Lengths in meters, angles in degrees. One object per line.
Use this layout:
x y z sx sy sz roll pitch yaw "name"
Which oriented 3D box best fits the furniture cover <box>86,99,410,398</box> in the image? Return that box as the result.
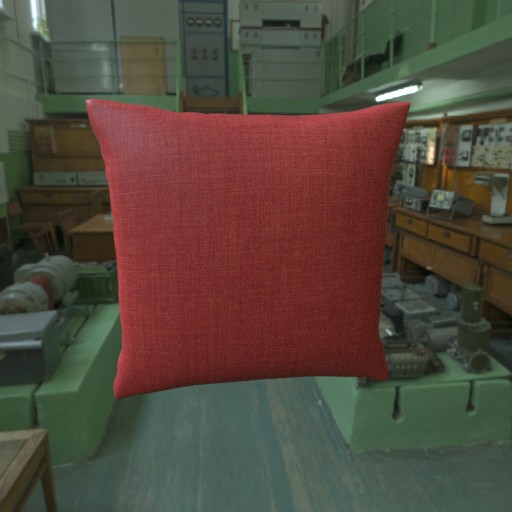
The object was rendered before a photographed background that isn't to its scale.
0.000 0.000 0.760 0.517 0.508 0.158 -2 14 -8 "furniture cover"
